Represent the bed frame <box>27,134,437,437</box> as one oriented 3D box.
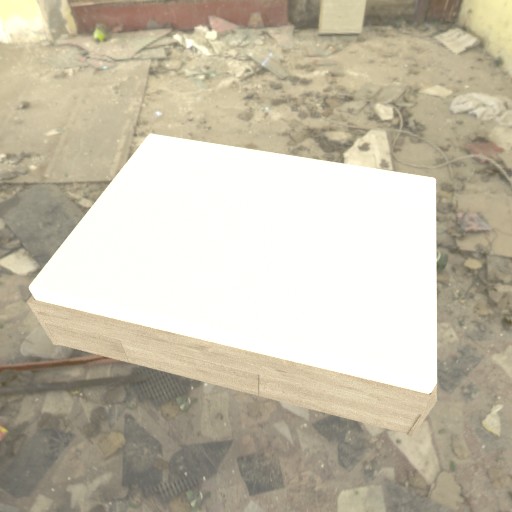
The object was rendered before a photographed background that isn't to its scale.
[{"bbox_3d":[0.000,0.000,2.589,1.944,0.490,1.448,11,48,10],"label":"bed frame"}]
